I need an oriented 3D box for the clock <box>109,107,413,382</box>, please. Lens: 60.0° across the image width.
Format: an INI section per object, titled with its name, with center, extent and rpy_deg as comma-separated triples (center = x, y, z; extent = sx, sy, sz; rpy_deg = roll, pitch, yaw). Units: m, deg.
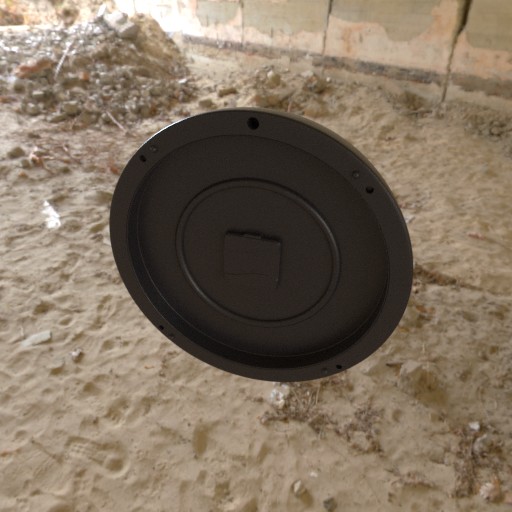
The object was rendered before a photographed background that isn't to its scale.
[clock]
center = 0.000, 0.000, 0.450
extent = 0.300, 0.300, 0.060
rpy_deg = 8, 32, 13
